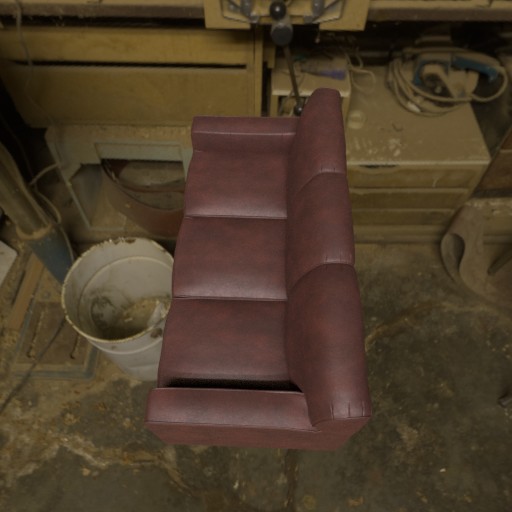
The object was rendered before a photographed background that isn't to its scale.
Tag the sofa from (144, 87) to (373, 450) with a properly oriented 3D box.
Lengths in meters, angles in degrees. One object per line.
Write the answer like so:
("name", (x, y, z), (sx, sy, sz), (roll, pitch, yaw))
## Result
("sofa", (0.000, 0.000, 2.620), (1.008, 0.953, 2.039), (2, 58, 1))
